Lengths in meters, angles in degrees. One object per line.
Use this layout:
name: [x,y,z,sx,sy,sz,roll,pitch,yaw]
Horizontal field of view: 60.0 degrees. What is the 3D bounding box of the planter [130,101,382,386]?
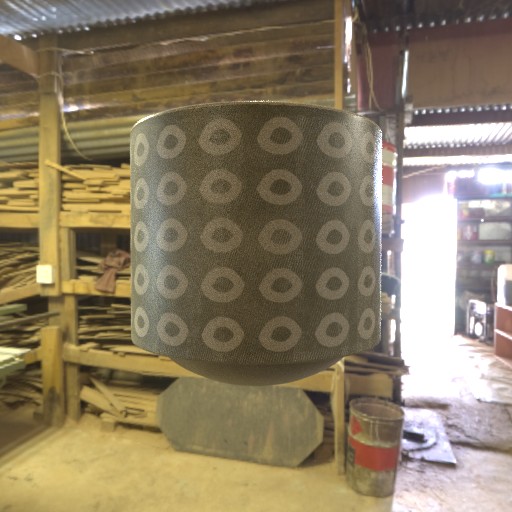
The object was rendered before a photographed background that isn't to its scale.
planter: [0.000,0.000,0.460,0.250,0.239,0.250,0,1,0]
